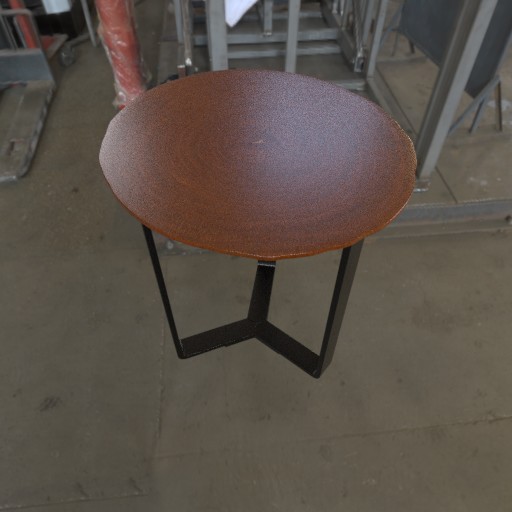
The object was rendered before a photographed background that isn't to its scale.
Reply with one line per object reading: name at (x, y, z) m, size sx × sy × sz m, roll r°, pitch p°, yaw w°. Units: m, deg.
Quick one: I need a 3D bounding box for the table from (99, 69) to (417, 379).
table at (0.000, 0.000, 0.741) m, size 0.410 × 0.450 × 0.380 m, roll 31°, pitch 56°, yaw 24°
